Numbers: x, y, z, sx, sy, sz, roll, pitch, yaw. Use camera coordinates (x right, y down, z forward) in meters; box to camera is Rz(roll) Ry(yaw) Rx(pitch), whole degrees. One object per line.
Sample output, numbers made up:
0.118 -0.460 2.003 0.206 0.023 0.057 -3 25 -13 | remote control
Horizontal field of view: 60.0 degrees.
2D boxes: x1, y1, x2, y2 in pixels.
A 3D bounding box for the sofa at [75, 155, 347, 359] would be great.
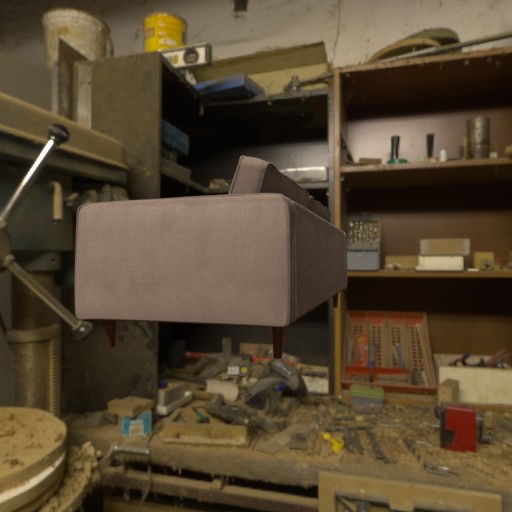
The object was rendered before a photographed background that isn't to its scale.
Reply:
0.000 0.000 2.769 0.923 0.813 2.295 0 -1 17 | sofa
